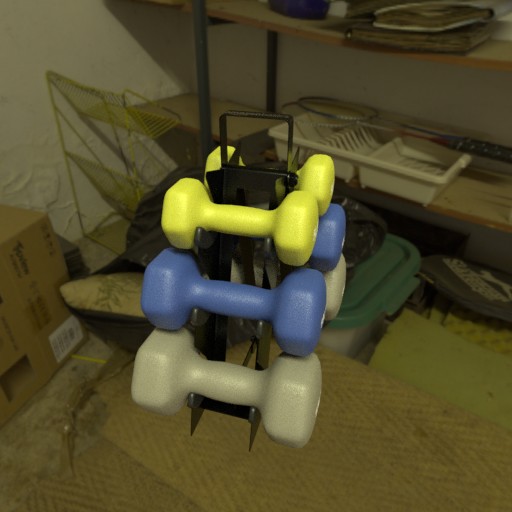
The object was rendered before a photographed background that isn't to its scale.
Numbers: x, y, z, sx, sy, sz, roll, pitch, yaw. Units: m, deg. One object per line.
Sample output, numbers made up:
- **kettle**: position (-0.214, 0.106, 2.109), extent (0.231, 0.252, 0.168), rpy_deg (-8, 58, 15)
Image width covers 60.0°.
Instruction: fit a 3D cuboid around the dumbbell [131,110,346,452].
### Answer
- **dumbbell**: position (0.000, 0.000, 0.681), extent (0.261, 0.426, 0.416), rpy_deg (9, 33, 14)
